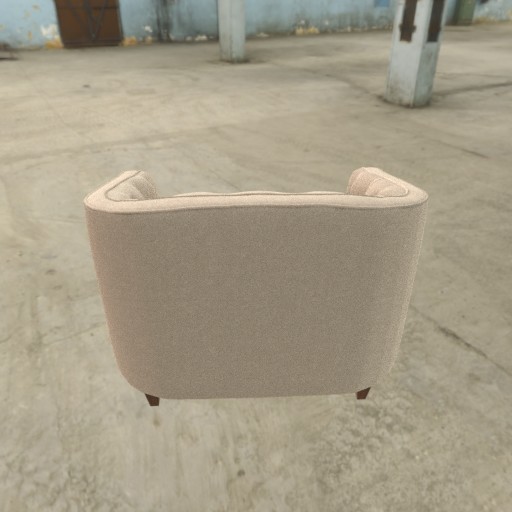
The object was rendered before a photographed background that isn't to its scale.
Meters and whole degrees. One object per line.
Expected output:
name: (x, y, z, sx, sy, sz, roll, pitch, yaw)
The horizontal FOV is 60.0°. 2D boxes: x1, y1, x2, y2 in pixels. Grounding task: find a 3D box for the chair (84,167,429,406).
chair: (0.000, 0.000, 1.774, 1.104, 0.852, 0.941, -1, 30, -2)
